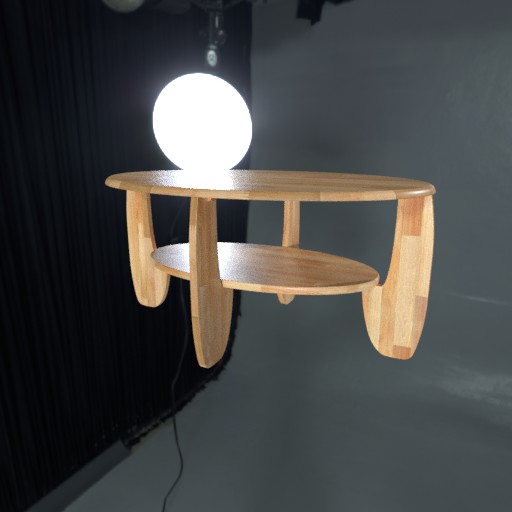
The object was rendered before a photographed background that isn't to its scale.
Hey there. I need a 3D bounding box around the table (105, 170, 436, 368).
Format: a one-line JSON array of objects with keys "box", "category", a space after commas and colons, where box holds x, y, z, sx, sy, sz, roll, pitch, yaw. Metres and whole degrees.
[{"box": [0.000, 0.000, 1.407, 1.040, 0.490, 0.690, 7, 16, 26], "category": "table"}]
